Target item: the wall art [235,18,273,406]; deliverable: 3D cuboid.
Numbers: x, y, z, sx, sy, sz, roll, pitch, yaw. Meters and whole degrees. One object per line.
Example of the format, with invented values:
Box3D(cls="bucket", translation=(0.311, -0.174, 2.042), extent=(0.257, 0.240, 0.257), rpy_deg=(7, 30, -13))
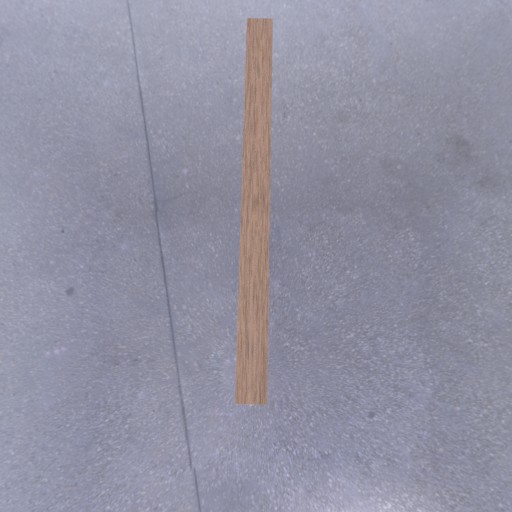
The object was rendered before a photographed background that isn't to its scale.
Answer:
Box3D(cls="wall art", translation=(0.000, 0.000, 0.689), extent=(0.028, 0.527, 0.403), rpy_deg=(1, 76, 0))
